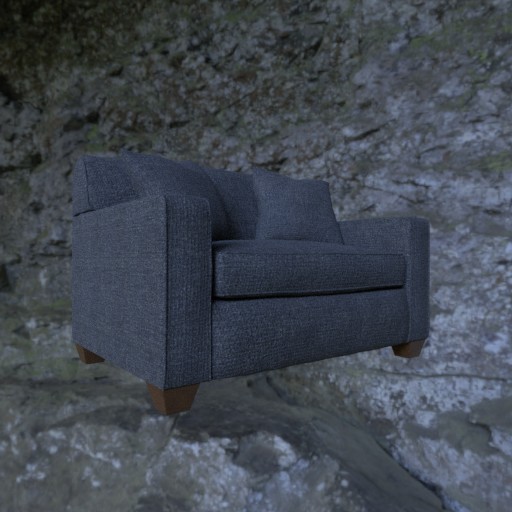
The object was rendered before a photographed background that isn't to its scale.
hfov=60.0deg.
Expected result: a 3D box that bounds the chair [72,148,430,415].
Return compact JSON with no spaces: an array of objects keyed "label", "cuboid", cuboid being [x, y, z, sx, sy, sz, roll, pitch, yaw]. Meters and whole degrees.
[{"label":"chair","cuboid":[0.000,0.000,2.045,1.383,0.948,1.000,0,0,-37]}]
